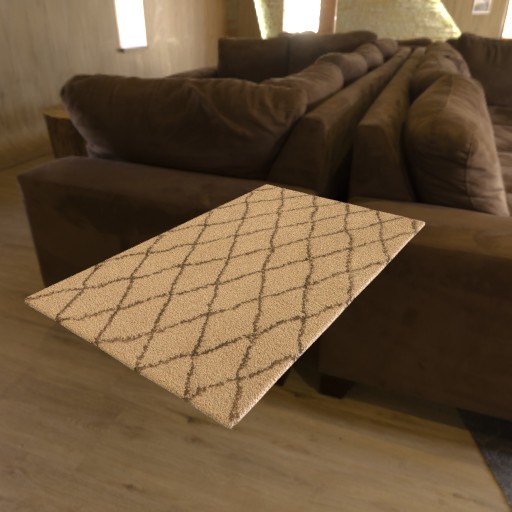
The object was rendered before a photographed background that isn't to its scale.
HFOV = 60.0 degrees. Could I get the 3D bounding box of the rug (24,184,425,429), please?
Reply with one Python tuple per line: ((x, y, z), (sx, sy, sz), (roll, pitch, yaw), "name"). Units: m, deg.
((0.000, 0.000, 3.003), (1.524, 0.030, 2.438), (19, 34, 31), "rug")
